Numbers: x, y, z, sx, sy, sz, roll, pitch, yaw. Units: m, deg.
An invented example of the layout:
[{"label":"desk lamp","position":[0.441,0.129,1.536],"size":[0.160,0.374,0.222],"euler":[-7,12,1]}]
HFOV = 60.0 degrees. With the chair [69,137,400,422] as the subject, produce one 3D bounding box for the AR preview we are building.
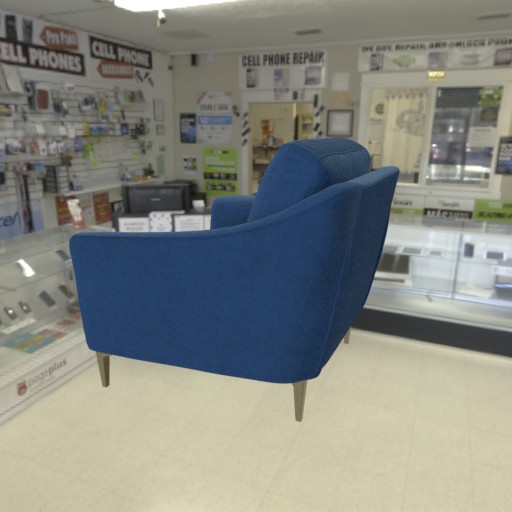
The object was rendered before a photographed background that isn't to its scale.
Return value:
[{"label":"chair","position":[0.000,0.000,1.743],"size":[0.961,0.899,0.987],"euler":[8,18,25]}]
